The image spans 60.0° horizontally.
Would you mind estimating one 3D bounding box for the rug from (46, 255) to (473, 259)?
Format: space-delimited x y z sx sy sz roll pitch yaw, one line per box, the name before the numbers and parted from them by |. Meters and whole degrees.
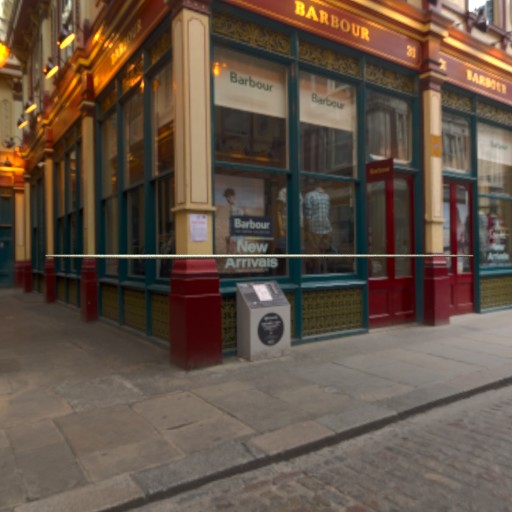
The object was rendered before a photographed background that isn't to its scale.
rug | 0.000 0.000 4.169 3.204 0.016 2.452 0 0 -35
